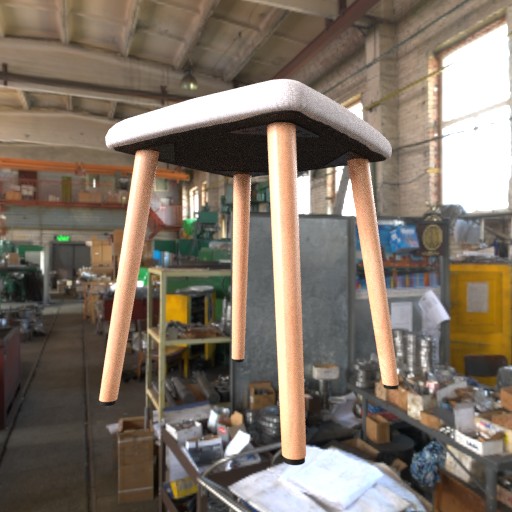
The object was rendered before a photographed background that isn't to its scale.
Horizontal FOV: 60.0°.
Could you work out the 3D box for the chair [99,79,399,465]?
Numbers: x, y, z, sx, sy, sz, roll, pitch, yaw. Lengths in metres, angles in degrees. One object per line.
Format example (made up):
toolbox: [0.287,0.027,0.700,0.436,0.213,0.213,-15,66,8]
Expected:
chair: [0.000,0.000,0.699,0.350,0.440,0.350,0,0,35]
